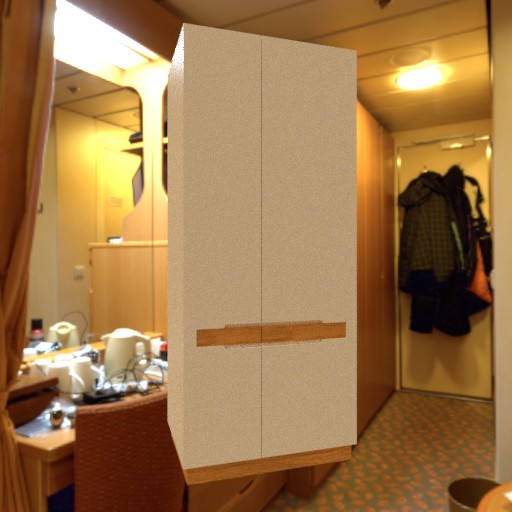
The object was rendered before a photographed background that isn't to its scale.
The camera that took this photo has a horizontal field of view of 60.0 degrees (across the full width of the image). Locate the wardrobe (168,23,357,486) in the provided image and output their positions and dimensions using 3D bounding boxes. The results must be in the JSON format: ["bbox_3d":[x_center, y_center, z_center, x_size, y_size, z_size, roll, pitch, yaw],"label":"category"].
[{"bbox_3d":[0.000,0.000,2.358,0.860,2.040,0.600,0,0,-18],"label":"wardrobe"}]
